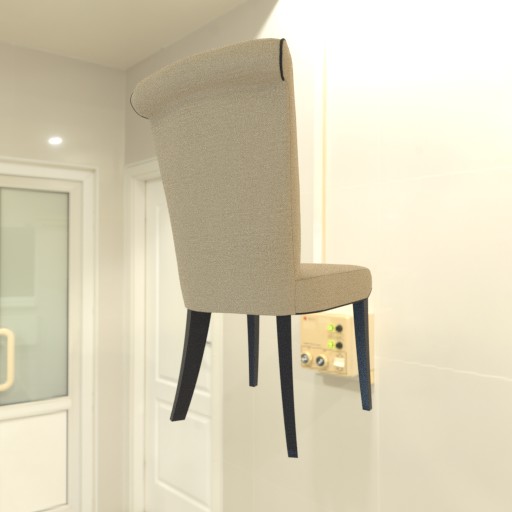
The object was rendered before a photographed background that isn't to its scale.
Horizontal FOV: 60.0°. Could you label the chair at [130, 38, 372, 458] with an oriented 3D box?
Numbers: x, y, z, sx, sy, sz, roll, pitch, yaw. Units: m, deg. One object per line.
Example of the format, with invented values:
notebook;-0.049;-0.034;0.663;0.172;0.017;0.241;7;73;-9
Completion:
chair;0.000;0.000;1.336;0.522;0.997;0.623;0;-1;36
